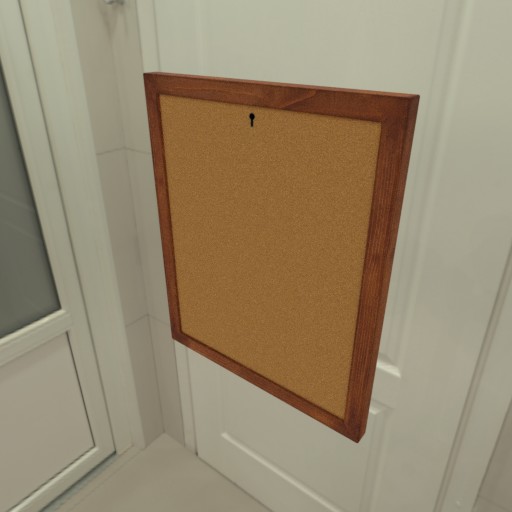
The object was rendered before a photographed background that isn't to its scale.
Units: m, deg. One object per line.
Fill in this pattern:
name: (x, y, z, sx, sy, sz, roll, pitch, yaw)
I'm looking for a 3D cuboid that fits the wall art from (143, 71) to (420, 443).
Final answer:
wall art: (0.000, 0.000, 0.758, 0.462, 0.558, 0.030, 20, 34, 33)
